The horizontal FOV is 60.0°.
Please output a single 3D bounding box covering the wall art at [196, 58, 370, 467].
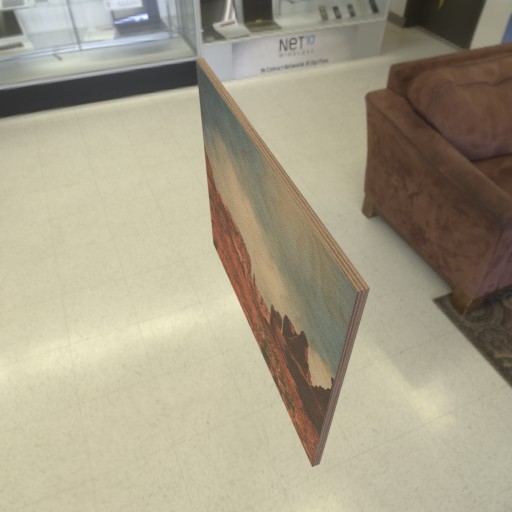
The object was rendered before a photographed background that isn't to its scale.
[{"bbox_3d":[0.000,0.000,0.680,0.013,0.406,0.508,-15,48,-14],"label":"wall art"}]
